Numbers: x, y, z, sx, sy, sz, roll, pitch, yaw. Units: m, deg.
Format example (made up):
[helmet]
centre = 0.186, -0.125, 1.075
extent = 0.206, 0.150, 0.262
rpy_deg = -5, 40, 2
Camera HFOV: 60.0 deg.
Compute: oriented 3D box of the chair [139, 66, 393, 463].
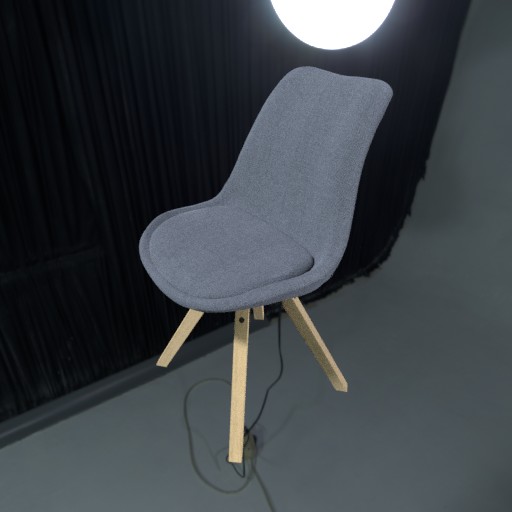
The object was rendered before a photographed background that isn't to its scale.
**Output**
[chair]
centre = 0.000, 0.000, 1.158
extent = 0.550, 0.850, 0.485
rpy_deg = -21, 38, -31
